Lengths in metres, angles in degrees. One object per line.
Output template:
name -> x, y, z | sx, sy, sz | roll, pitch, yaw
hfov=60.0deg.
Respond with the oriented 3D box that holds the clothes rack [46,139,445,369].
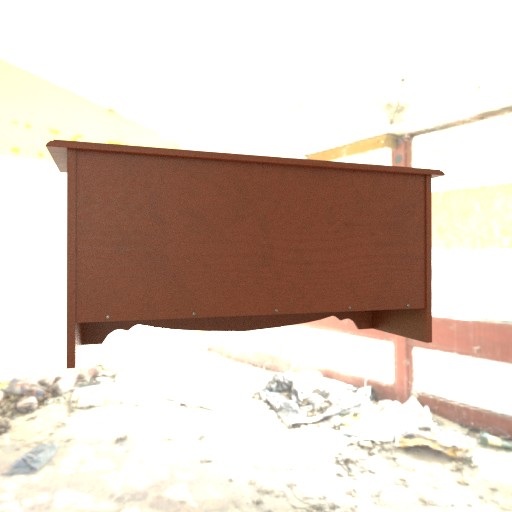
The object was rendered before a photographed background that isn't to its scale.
clothes rack -> 0.000, 0.000, 1.497 | 1.251, 0.594, 0.362 | 0, 0, -18
